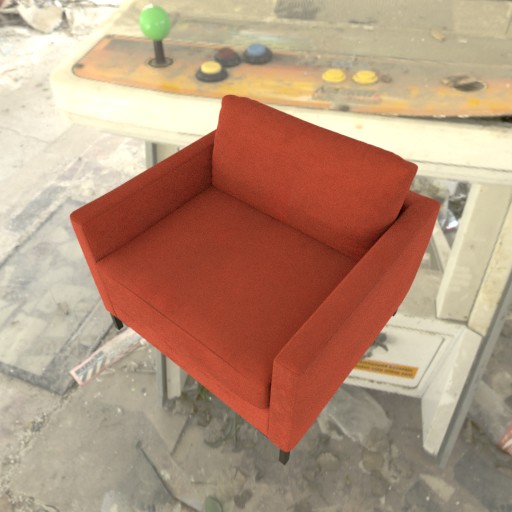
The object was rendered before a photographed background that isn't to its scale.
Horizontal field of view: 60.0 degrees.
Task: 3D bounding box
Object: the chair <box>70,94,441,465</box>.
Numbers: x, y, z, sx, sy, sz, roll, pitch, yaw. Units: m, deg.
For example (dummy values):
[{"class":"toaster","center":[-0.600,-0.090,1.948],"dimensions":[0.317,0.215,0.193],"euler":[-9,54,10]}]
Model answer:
[{"class":"chair","center":[0.000,0.000,1.626],"dimensions":[0.964,0.812,0.875],"euler":[30,53,26]}]
